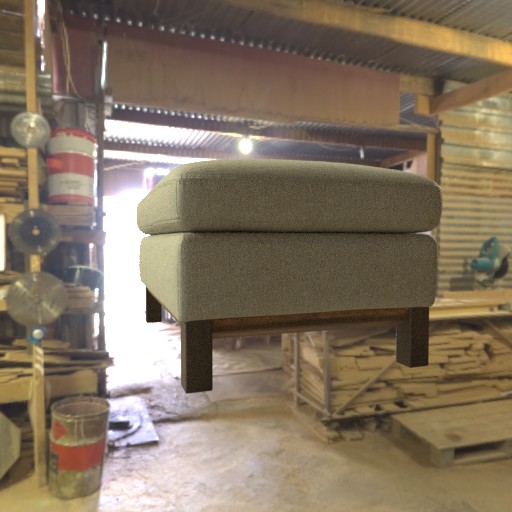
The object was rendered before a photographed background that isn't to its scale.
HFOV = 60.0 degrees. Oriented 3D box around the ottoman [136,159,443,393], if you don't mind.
[{"bbox_3d":[0.000,0.000,1.078,0.528,0.404,0.735,-1,2,-19],"label":"ottoman"}]
